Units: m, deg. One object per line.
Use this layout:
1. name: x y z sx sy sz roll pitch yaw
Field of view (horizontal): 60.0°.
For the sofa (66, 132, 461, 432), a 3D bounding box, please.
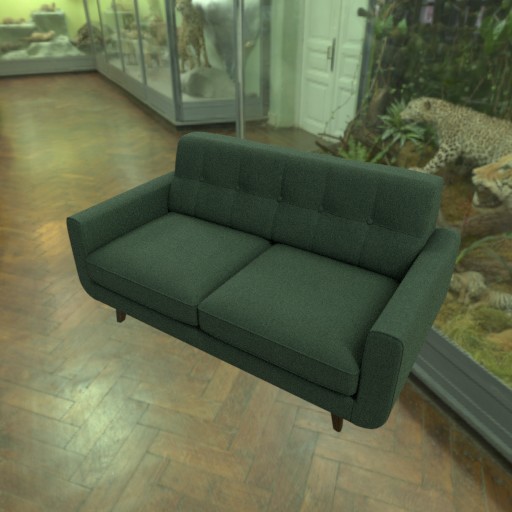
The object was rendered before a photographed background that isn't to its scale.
1. sofa: 0.000 0.000 2.113 1.631 0.841 0.909 18 35 28
